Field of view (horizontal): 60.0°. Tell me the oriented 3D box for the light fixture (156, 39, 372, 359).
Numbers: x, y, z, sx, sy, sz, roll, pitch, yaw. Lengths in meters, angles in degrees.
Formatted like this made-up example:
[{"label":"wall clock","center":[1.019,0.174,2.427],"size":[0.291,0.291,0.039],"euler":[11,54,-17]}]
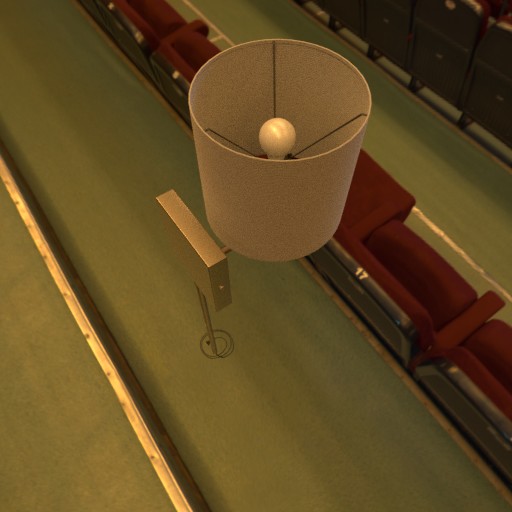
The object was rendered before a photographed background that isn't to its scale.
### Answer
[{"label":"light fixture","center":[0.000,0.000,0.700],"size":[0.248,0.589,0.188],"euler":[-31,64,-17]}]
